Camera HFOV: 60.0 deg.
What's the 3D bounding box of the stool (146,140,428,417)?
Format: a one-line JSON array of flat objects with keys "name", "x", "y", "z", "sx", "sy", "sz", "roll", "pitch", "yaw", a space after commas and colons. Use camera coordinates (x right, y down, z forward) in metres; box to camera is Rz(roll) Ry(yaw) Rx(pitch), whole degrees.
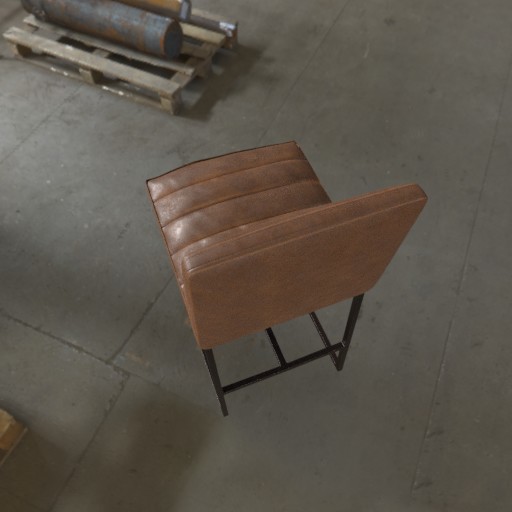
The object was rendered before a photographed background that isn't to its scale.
[{"name": "stool", "x": 0.000, "y": 0.000, "z": 1.244, "sx": 0.463, "sy": 0.942, "sz": 0.562, "roll": -18, "pitch": 59, "yaw": -11}]
